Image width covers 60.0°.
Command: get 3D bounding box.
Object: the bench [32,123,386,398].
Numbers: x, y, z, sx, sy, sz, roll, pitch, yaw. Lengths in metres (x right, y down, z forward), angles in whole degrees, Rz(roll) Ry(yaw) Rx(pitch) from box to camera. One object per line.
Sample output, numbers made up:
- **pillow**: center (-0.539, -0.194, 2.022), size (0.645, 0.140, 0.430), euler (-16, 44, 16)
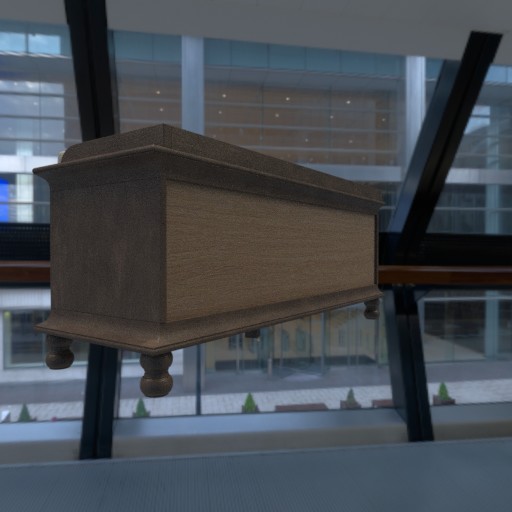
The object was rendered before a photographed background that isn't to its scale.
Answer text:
- **bench**: center (0.000, 0.000, 1.372), size (0.402, 0.501, 1.185), euler (1, 1, 35)
